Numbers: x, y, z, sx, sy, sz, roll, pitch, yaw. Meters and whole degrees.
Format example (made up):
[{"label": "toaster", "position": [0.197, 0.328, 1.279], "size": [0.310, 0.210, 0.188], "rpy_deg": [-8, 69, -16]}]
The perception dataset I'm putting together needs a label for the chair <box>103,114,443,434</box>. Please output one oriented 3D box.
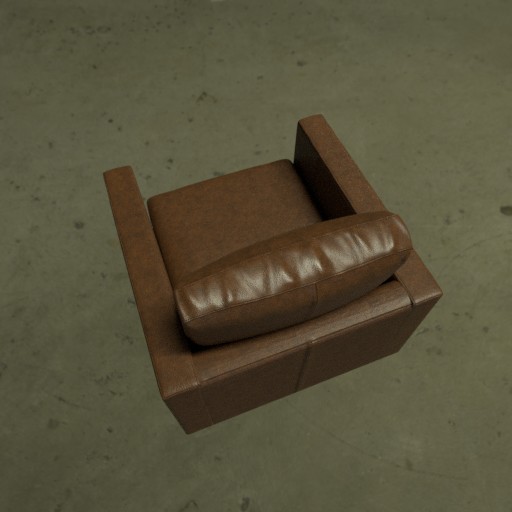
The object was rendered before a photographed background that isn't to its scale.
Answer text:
[{"label": "chair", "position": [0.000, 0.000, 1.667], "size": [0.890, 0.956, 0.909], "rpy_deg": [-18, 60, -11]}]
